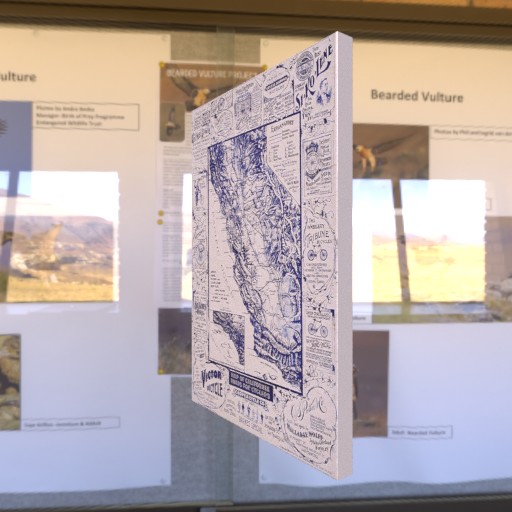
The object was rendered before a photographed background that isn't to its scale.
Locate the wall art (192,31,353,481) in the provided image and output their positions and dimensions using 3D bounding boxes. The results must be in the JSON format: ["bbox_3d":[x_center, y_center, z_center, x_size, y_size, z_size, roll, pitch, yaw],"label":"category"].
[{"bbox_3d":[0.000,0.000,0.958,0.039,0.753,0.511,0,0,-36],"label":"wall art"}]
